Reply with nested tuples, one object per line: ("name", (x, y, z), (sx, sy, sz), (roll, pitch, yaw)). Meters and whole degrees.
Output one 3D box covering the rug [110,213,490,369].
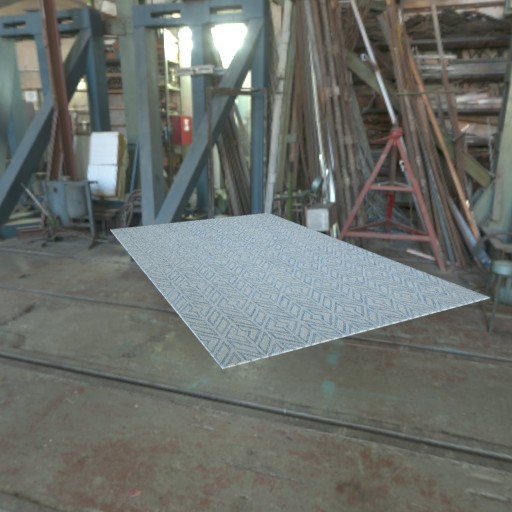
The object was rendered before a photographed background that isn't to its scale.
("rug", (0.000, 0.000, 3.045), (1.526, 0.008, 2.441), (-9, 19, -26))
